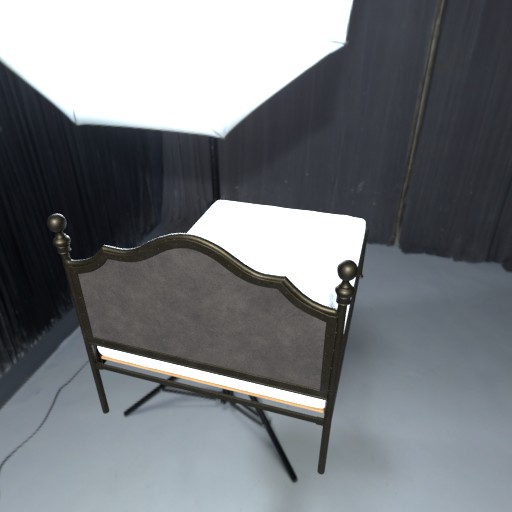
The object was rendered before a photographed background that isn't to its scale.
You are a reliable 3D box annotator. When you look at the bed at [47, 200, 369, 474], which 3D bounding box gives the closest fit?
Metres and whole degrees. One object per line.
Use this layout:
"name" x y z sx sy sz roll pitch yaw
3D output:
"bed" 0.000 0.000 3.244 1.533 1.462 2.170 9 33 15
